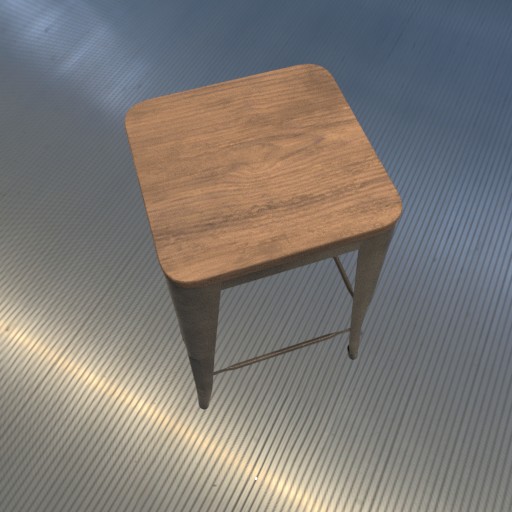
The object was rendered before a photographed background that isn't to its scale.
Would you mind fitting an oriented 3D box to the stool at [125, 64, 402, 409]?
[{"bbox_3d":[0.000,0.000,0.887,0.407,0.607,0.407,-16,64,-8],"label":"stool"}]
